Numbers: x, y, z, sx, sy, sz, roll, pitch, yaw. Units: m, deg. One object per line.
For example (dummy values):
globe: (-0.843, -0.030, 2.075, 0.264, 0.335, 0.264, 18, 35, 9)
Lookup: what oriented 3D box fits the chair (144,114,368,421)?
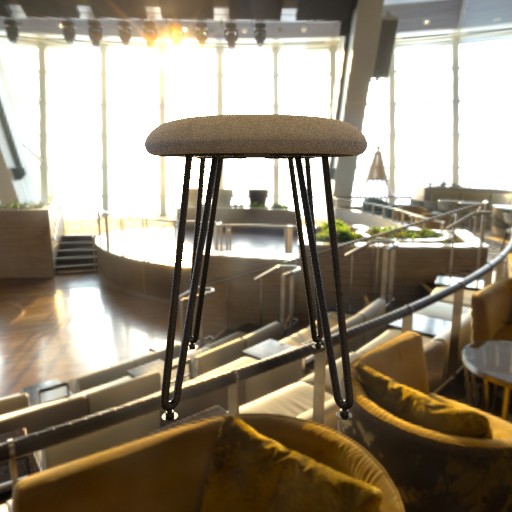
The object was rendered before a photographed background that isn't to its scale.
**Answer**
chair: (0.000, 0.000, 0.661, 0.350, 0.386, 0.350, 11, 15, 43)
